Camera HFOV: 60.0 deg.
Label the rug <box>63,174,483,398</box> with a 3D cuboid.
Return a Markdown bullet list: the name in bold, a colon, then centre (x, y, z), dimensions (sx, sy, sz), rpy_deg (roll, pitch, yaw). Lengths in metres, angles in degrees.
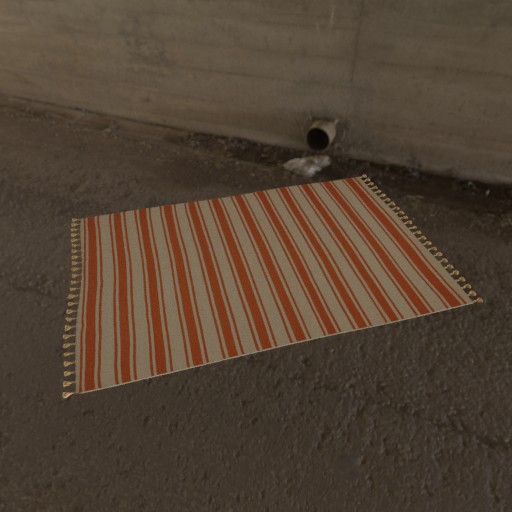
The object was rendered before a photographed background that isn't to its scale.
- **rug**: centre (0.000, 0.000, 2.986), dimensions (2.433, 0.022, 1.556), rpy_deg (-10, 42, -12)
